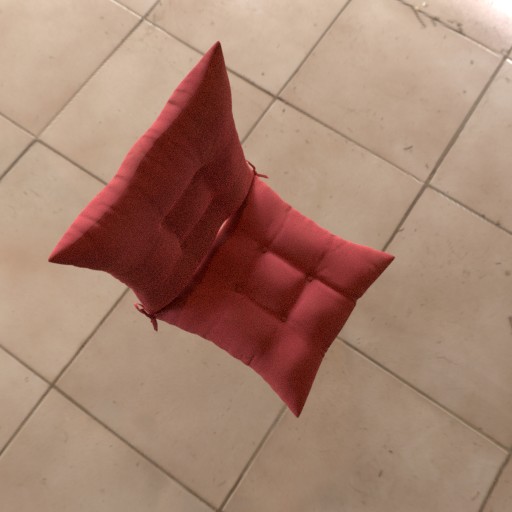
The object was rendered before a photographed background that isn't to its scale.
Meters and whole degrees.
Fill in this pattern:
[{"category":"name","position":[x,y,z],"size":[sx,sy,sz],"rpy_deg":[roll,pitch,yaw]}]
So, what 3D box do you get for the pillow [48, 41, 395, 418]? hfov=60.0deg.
[{"category":"pillow","position":[0.000,0.000,0.997],"size":[0.585,0.536,0.541],"rpy_deg":[32,78,8]}]
